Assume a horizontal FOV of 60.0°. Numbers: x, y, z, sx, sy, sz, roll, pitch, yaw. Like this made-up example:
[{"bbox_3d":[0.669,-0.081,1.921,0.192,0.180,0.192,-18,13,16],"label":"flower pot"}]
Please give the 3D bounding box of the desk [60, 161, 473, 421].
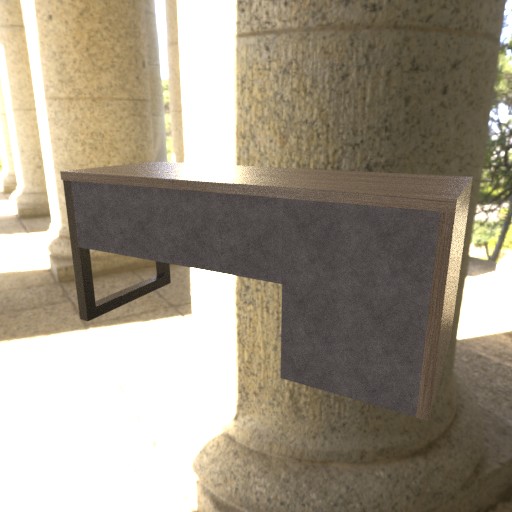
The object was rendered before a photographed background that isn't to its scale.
[{"bbox_3d":[0.000,0.000,2.069,1.700,0.760,0.690,9,19,27],"label":"desk"}]
